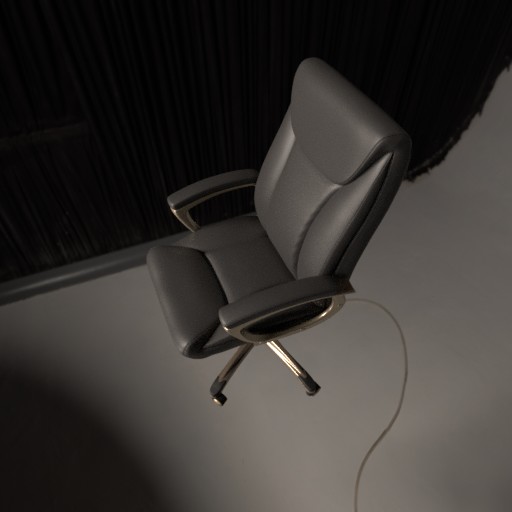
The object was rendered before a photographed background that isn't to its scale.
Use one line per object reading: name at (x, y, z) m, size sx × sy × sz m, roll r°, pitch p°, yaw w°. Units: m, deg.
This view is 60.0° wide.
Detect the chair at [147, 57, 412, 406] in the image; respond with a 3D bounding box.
chair at (0.000, 0.000, 1.612) m, size 0.748 × 1.188 × 0.694 m, roll -18°, pitch 51°, yaw -15°
